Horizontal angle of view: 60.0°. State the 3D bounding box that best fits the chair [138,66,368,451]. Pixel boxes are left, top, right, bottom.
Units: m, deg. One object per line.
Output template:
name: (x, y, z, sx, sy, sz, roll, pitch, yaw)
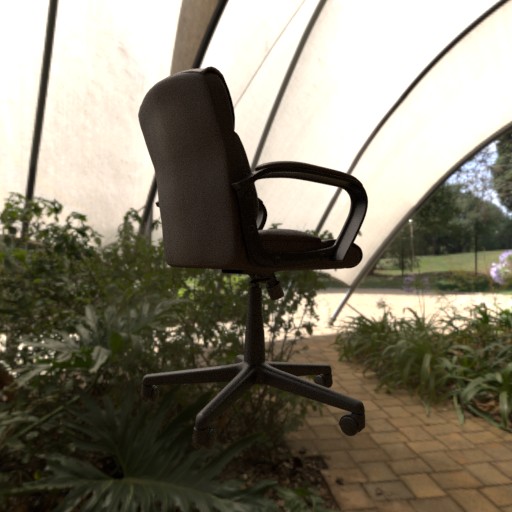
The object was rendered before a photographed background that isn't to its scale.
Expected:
chair: (0.000, 0.000, 1.464, 0.717, 1.004, 0.739, 0, 0, -36)
